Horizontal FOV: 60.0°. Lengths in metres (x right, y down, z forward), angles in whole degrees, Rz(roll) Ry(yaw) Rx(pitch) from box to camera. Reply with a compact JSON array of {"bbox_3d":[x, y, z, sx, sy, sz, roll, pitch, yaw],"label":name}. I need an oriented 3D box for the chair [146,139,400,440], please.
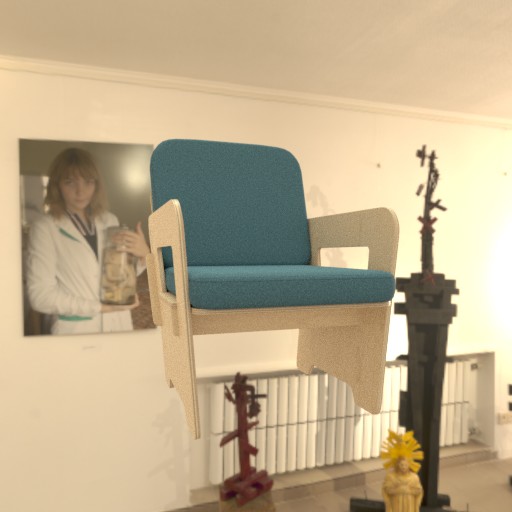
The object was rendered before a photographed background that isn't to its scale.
[{"bbox_3d":[0.000,0.000,1.206,0.547,0.747,0.657,0,1,-19],"label":"chair"}]
